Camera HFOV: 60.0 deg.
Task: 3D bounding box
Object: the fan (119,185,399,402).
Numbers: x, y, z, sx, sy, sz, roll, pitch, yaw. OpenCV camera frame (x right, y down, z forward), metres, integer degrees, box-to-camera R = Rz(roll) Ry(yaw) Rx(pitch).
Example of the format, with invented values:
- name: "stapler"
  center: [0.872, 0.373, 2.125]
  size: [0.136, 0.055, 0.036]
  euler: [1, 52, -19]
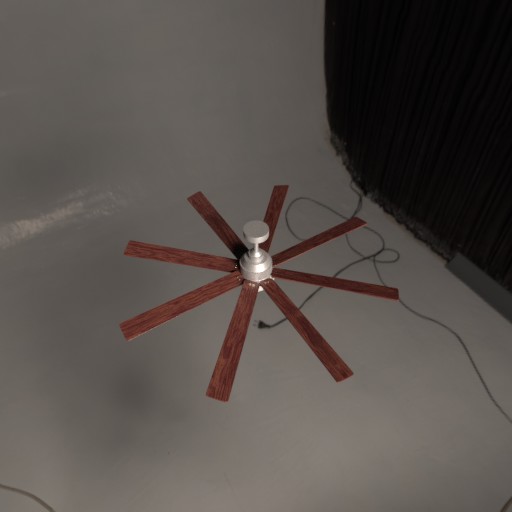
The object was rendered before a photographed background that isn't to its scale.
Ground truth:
- name: "fan"
  center: [0.000, 0.000, 2.812]
  size: [1.830, 0.472, 1.830]
  euler: [-25, 52, -21]
